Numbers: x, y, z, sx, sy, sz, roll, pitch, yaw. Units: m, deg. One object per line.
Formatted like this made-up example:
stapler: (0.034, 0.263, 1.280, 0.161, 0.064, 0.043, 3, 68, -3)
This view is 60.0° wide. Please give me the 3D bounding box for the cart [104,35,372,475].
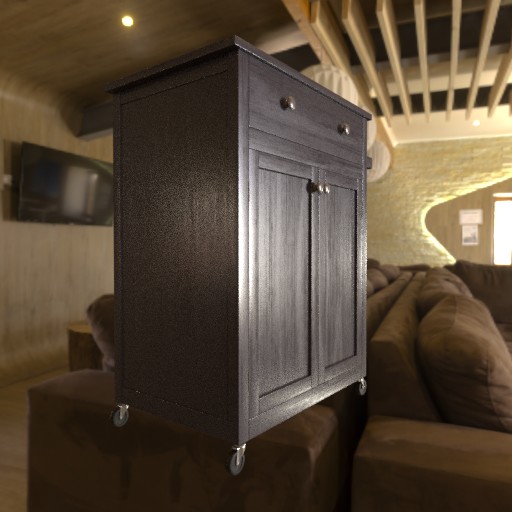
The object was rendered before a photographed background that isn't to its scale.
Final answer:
cart: (0.000, 0.000, 1.272, 0.449, 0.878, 0.690, 1, 1, 38)
